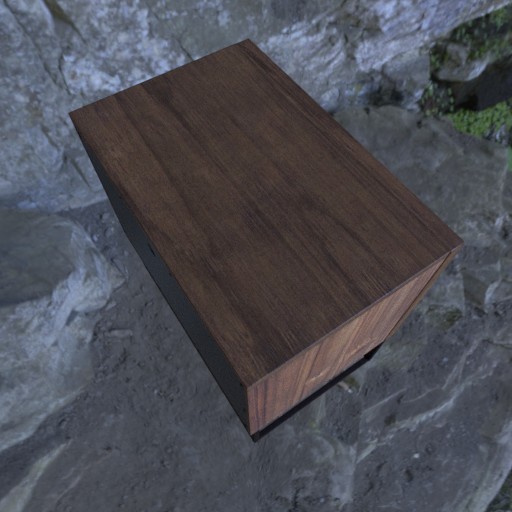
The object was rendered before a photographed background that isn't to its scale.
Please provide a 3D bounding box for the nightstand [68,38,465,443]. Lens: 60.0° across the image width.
[{"bbox_3d":[0.000,0.000,1.023,0.437,0.610,0.610,-30,65,-16],"label":"nightstand"}]
